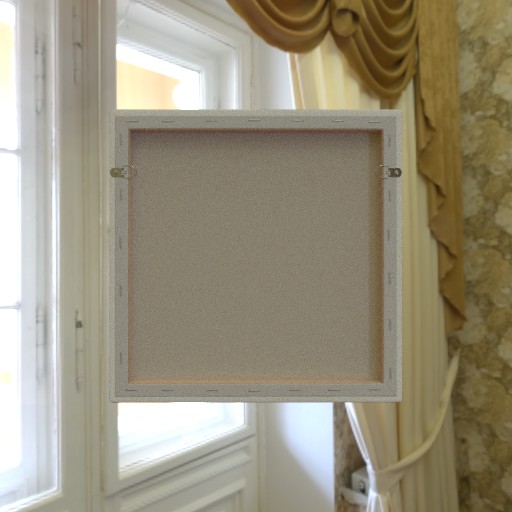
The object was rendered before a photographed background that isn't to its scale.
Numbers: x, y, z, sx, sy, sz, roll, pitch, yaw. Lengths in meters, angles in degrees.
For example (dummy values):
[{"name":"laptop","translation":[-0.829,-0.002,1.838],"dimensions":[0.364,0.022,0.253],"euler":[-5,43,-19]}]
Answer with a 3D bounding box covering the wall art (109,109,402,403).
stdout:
[{"name":"wall art","translation":[0.000,0.000,1.395],"dimensions":[0.912,0.914,0.039],"euler":[0,0,0]}]
